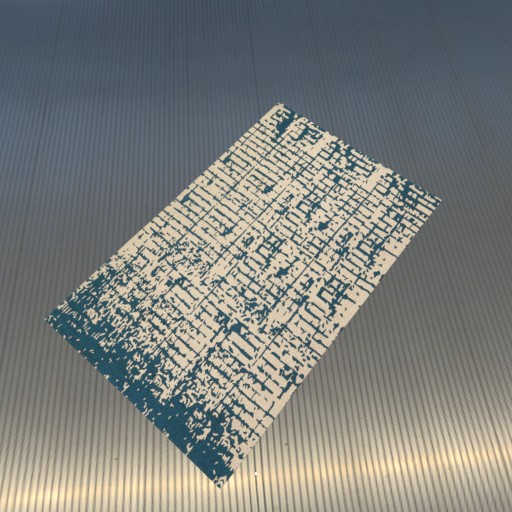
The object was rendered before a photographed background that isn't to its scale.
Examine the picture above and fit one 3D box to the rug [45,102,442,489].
[{"bbox_3d":[0.000,0.000,3.046,1.517,0.011,2.435,37,69,16],"label":"rug"}]
